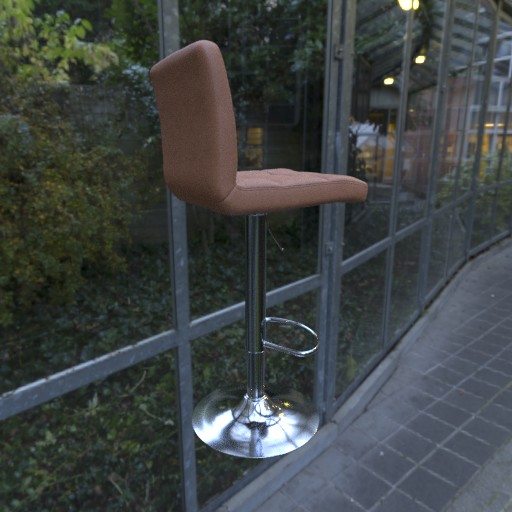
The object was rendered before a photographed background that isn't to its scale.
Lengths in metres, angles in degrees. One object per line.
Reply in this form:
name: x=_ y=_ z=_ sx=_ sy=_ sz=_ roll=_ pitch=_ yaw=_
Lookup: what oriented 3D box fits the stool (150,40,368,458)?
stool: x=0.000 y=0.000 z=1.360 sx=0.505 sy=1.115 sz=0.430 roll=-7 pitch=16 yaw=-27
